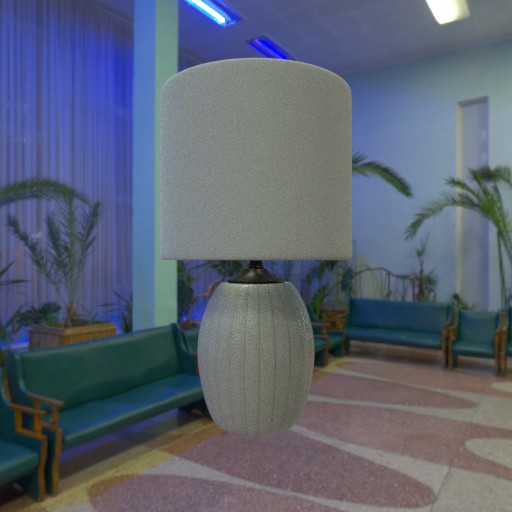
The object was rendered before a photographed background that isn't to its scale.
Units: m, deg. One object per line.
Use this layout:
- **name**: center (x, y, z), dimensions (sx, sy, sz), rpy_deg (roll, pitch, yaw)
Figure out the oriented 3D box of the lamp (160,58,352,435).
- **lamp**: center (0.000, 0.000, 0.775), dimensions (0.328, 0.570, 0.328), rpy_deg (0, 0, 0)
